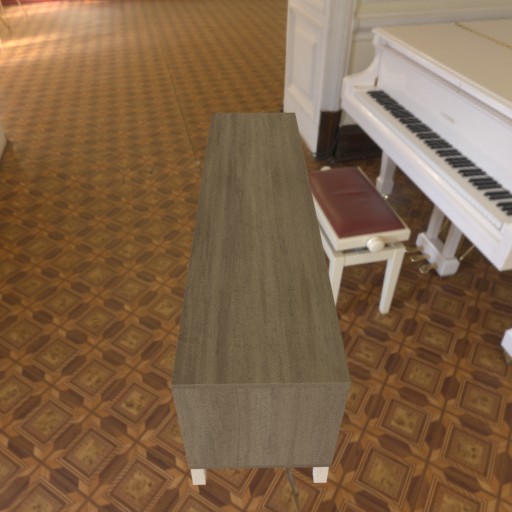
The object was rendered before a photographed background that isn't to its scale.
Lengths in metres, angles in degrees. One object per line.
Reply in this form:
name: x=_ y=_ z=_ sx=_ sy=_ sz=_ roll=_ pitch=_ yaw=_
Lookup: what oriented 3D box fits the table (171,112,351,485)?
table: x=0.000 y=0.000 z=1.724 sx=0.400 sy=0.530 sz=1.500 roll=-1 pitch=40 yaw=-1
